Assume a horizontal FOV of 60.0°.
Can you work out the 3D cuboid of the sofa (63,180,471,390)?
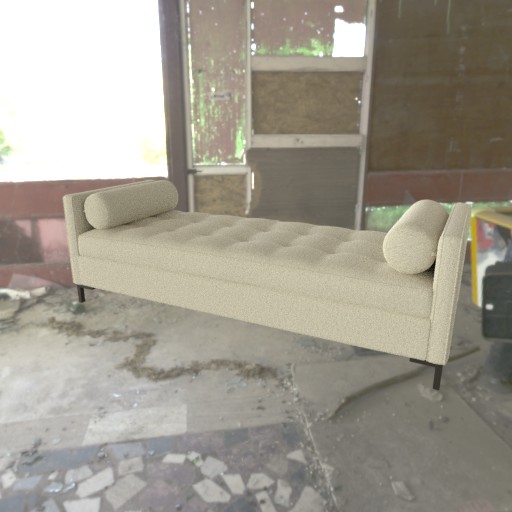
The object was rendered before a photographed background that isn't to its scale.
[{"bbox_3d":[0.000,0.000,2.349,1.985,0.641,0.746,8,19,25],"label":"sofa"}]
